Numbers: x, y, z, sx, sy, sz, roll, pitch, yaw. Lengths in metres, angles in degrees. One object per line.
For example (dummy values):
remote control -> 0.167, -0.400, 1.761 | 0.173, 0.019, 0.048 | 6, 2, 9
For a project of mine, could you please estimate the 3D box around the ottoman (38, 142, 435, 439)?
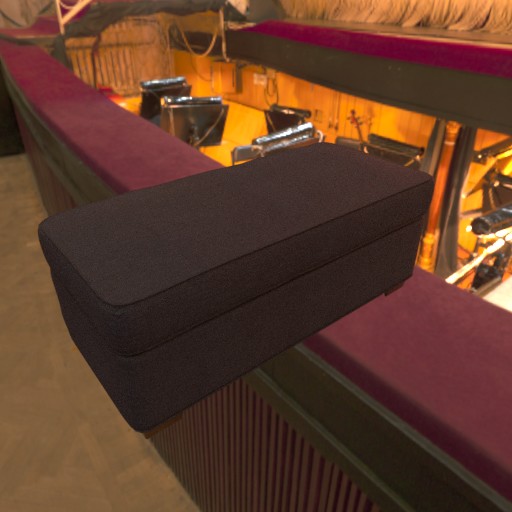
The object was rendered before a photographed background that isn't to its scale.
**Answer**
ottoman -> 0.000, 0.000, 1.386 | 1.110, 0.460, 0.515 | -23, 38, -32
